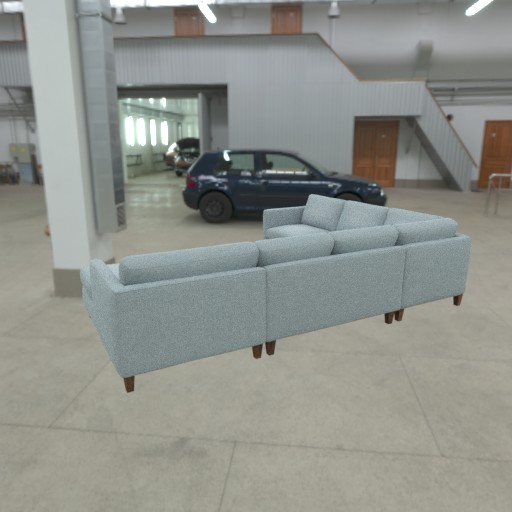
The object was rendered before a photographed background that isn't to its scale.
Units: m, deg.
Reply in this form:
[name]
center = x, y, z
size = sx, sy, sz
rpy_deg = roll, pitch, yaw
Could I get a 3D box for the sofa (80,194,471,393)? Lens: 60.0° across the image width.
[sofa]
center = 0.000, 0.000, 4.589
size = 3.403, 0.889, 2.551
rpy_deg = -8, 16, -28
